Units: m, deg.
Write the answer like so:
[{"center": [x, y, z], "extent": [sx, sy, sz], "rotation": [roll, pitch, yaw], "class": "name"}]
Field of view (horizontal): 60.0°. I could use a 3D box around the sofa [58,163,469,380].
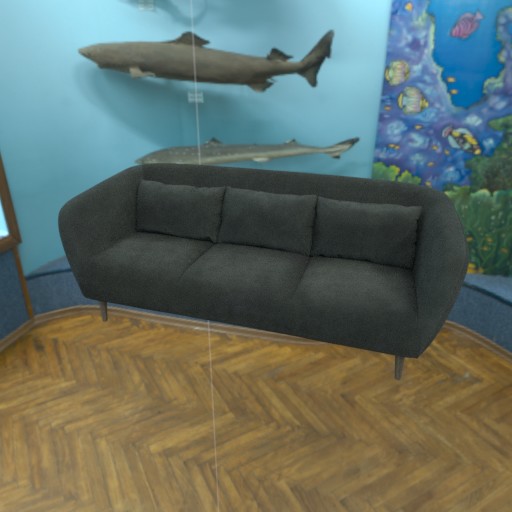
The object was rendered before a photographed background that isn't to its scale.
[{"center": [0.000, 0.000, 2.764], "extent": [2.296, 0.875, 0.956], "rotation": [8, 26, 16], "class": "sofa"}]
